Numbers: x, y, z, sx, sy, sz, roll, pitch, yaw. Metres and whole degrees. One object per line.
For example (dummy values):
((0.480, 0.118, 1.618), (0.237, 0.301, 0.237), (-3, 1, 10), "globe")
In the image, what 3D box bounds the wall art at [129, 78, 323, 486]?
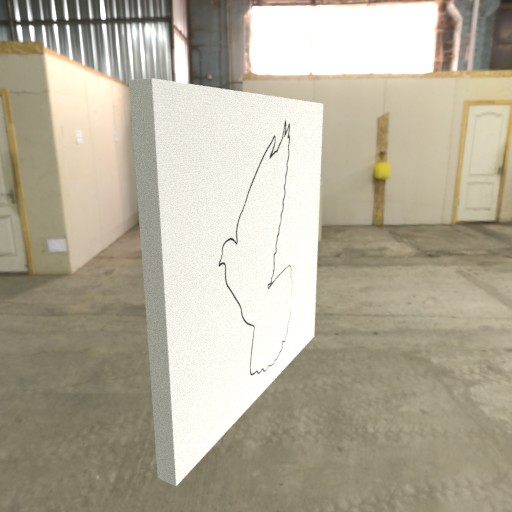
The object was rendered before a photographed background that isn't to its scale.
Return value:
((0.000, 0.000, 0.893), (0.038, 0.610, 0.610), (8, 18, 27), "wall art")
